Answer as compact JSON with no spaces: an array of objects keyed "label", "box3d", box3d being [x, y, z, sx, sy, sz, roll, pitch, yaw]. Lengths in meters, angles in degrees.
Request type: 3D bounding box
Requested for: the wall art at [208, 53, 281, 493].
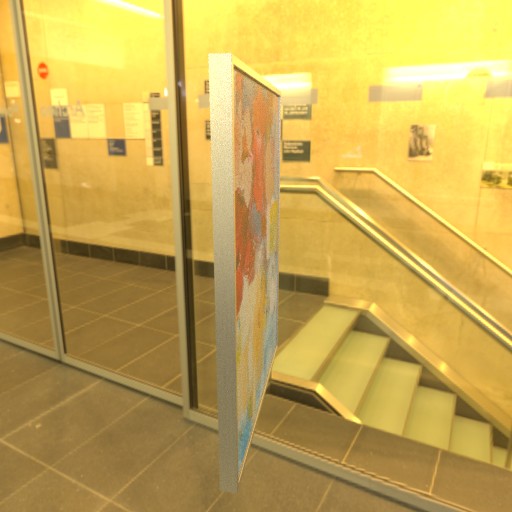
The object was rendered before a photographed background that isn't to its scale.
[{"label":"wall art","box3d":[0.000,0.000,0.760,0.025,0.569,0.444,3,16,10]}]
